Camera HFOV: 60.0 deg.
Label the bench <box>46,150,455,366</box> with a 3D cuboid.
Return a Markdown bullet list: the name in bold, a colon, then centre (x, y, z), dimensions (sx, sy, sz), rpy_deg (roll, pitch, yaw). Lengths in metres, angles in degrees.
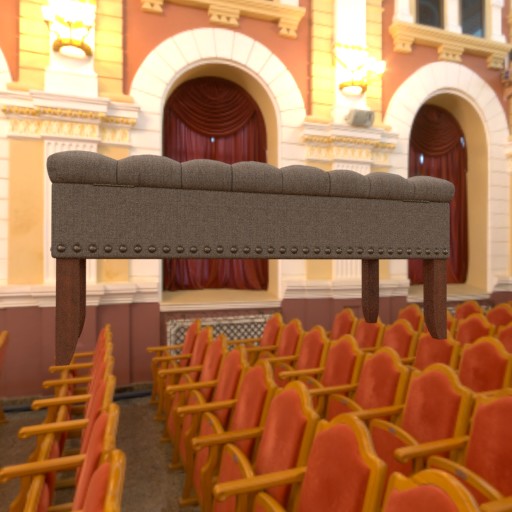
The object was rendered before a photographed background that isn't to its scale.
- **bench**: centre (0.000, 0.000, 1.270), dimensions (1.052, 0.470, 0.417), rpy_deg (0, -1, -19)
